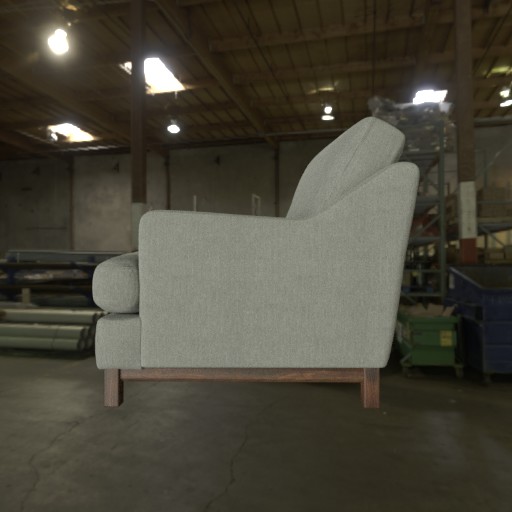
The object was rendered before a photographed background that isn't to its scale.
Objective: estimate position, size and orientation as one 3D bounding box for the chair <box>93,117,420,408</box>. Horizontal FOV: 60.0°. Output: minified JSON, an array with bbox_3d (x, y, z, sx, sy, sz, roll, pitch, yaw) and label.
[{"bbox_3d":[0.000,0.000,1.575,0.892,0.821,0.826,0,-1,1],"label":"chair"}]
